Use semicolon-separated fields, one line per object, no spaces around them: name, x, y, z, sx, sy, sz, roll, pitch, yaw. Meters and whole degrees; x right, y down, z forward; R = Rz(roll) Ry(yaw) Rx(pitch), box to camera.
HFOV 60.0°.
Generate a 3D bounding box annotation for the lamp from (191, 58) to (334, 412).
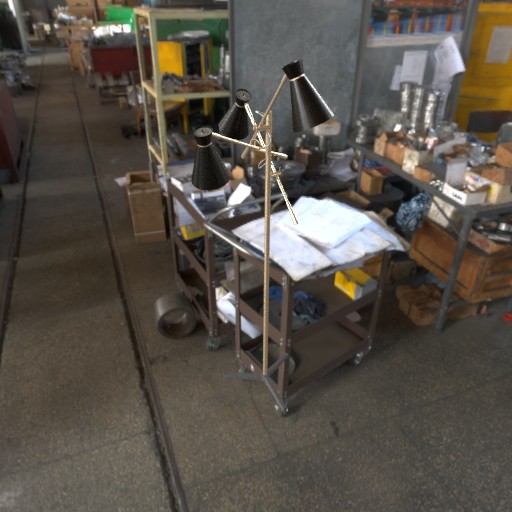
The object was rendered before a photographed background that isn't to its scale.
lamp;0.000;0.000;2.134;0.750;1.804;0.653;20;36;29
